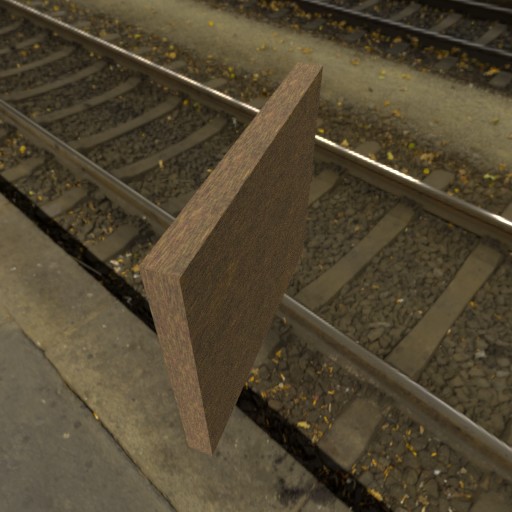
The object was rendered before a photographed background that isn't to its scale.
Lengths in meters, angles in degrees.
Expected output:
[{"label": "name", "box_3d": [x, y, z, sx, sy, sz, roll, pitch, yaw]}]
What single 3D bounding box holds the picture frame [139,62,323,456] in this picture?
[{"label": "picture frame", "box_3d": [0.000, 0.000, 0.553, 0.033, 0.330, 0.378, 16, 48, 15]}]
